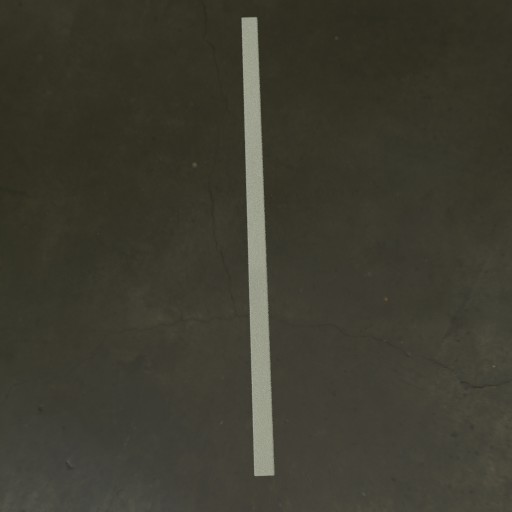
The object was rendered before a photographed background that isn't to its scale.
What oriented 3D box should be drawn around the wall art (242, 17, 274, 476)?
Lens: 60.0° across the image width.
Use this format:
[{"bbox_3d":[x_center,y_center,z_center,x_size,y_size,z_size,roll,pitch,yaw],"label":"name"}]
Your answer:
[{"bbox_3d":[0.000,0.000,1.143,0.033,0.617,0.906,-2,76,0],"label":"wall art"}]
